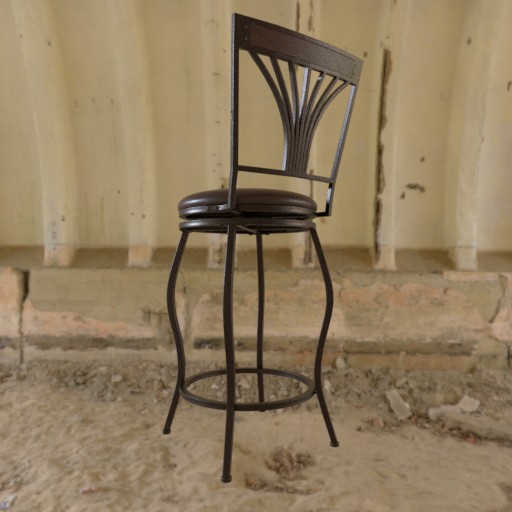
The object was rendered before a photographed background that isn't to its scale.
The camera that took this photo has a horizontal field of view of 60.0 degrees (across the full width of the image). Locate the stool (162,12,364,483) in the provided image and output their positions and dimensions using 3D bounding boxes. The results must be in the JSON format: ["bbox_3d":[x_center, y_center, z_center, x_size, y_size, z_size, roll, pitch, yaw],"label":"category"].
[{"bbox_3d":[0.000,0.000,1.322,0.433,1.117,0.514,0,-1,-34],"label":"stool"}]
